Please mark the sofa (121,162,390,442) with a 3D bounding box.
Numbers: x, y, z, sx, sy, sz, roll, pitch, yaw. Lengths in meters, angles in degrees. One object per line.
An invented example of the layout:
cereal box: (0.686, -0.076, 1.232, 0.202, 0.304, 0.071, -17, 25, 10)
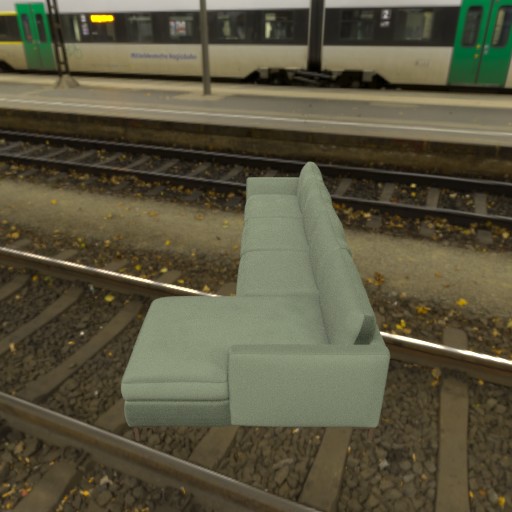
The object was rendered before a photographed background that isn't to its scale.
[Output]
sofa: (0.000, 0.000, 3.258, 1.255, 0.756, 2.725, 0, 27, 1)
